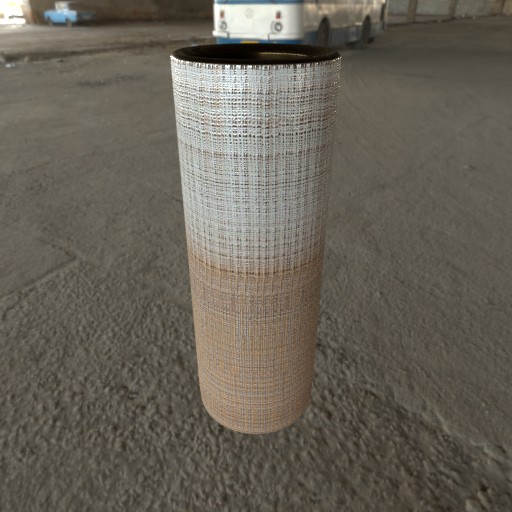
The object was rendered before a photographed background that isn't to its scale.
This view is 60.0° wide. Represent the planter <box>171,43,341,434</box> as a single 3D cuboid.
[{"bbox_3d":[0.000,0.000,0.328,0.099,0.278,0.099,20,36,31],"label":"planter"}]
